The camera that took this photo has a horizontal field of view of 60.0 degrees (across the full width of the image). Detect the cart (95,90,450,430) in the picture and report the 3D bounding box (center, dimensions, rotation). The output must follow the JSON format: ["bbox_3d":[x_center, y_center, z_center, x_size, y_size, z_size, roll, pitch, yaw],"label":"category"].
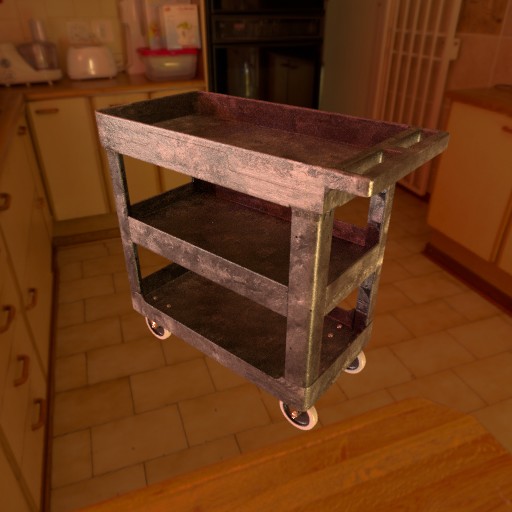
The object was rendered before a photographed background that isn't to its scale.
[{"bbox_3d":[0.000,0.000,1.368,0.877,0.824,0.420,23,37,33],"label":"cart"}]
